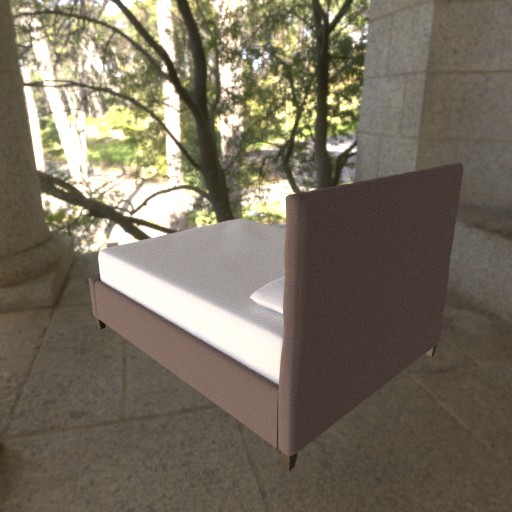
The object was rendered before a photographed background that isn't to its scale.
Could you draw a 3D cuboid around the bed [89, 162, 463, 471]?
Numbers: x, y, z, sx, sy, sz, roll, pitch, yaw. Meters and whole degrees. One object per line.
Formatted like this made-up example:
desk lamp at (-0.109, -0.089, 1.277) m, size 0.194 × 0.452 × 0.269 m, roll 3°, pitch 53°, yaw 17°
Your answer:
bed at (0.000, 0.000, 3.324) m, size 1.696 × 1.426 × 2.233 m, roll -17°, pitch 25°, yaw -41°
